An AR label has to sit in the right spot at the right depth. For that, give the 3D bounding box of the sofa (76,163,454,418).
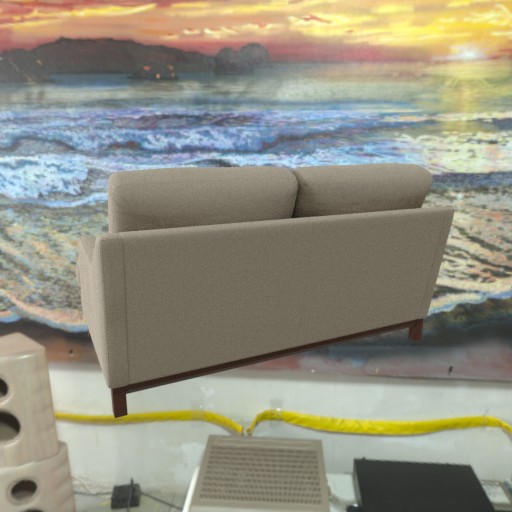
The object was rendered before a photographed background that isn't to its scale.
[{"bbox_3d":[0.000,0.000,2.211,1.619,0.910,1.004,-7,15,-26],"label":"sofa"}]
